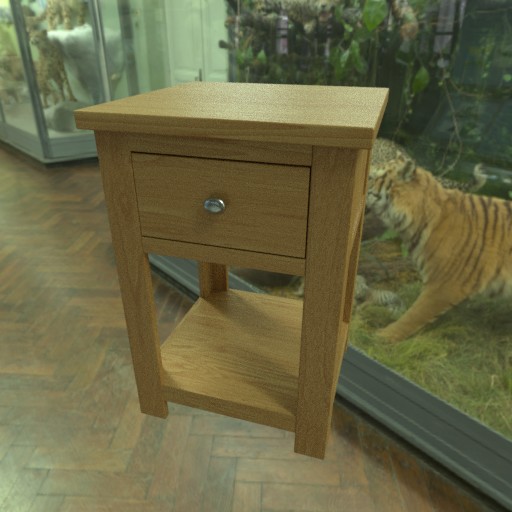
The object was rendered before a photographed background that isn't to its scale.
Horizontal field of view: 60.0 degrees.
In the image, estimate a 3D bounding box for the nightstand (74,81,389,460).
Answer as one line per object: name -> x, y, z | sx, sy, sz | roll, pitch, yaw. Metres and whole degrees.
nightstand -> 0.000, 0.000, 0.903 | 0.428, 0.614, 0.418 | 8, 28, 15
